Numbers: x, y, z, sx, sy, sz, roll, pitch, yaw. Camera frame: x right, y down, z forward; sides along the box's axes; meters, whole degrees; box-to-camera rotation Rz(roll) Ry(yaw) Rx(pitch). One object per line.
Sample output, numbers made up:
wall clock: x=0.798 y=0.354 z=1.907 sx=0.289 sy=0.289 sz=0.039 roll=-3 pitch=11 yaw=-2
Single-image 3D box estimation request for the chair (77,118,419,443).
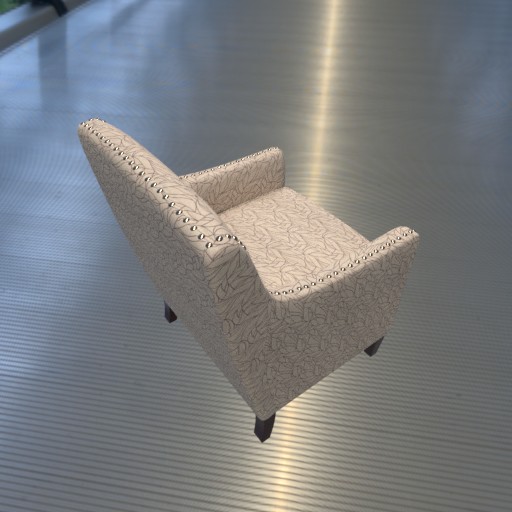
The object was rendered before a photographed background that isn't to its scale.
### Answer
chair: x=0.000 y=0.000 z=1.295 sx=0.651 sy=0.816 sz=0.623 roll=-26 pitch=48 yaw=-27
